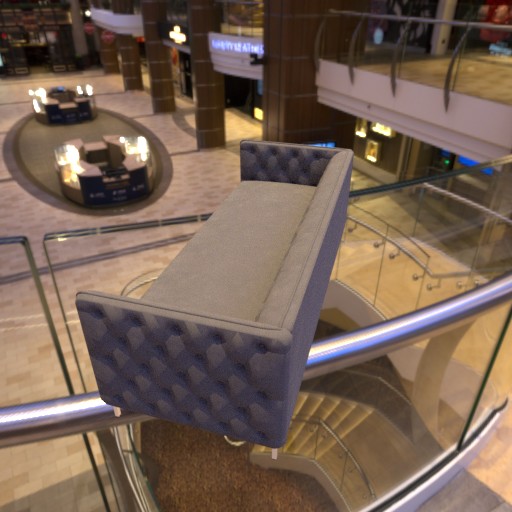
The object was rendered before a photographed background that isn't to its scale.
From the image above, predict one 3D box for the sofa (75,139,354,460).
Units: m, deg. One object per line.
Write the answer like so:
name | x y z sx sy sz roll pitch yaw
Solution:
sofa | 0.000 0.000 2.710 0.895 0.771 2.209 9 33 14
